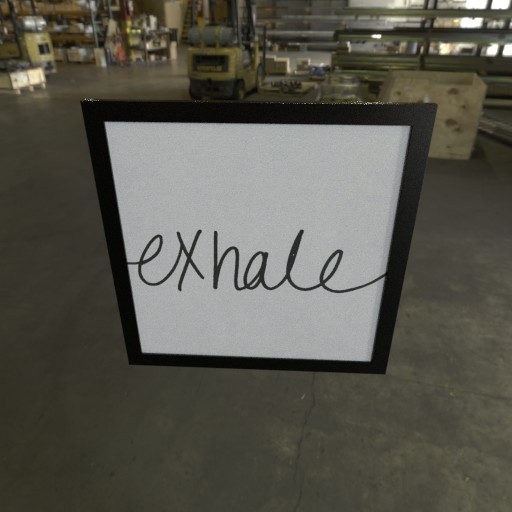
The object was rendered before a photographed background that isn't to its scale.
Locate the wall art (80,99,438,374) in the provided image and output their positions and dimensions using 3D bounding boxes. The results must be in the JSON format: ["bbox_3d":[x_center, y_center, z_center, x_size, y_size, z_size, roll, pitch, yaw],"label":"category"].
[{"bbox_3d":[0.000,0.000,0.666,0.446,0.445,0.014,1,29,3],"label":"wall art"}]
